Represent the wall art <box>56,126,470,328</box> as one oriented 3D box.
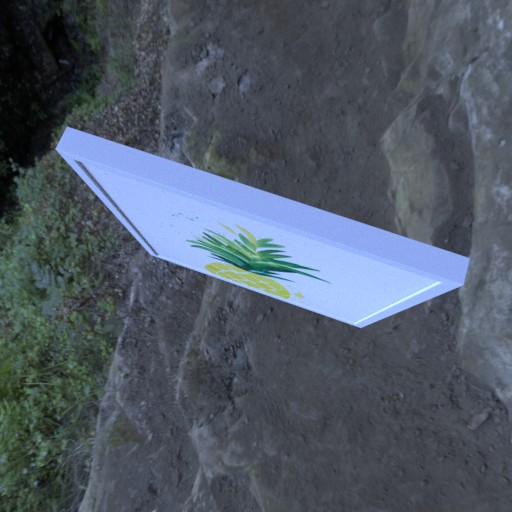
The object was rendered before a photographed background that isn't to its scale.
[{"bbox_3d":[0.000,0.000,0.465,0.307,0.307,0.020,19,76,5],"label":"wall art"}]
